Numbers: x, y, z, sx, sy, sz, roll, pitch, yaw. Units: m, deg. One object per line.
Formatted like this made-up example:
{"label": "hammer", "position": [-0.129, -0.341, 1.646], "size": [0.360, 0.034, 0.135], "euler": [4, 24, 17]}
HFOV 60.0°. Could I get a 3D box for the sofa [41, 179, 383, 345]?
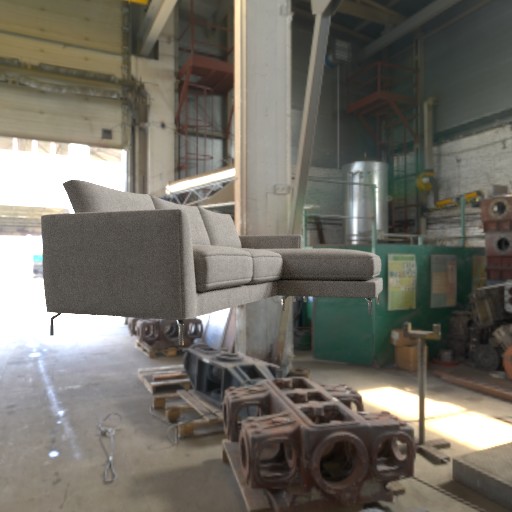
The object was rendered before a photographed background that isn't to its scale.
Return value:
{"label": "sofa", "position": [0.000, 0.000, 3.194], "size": [1.626, 0.864, 2.438], "euler": [0, 0, 19]}
